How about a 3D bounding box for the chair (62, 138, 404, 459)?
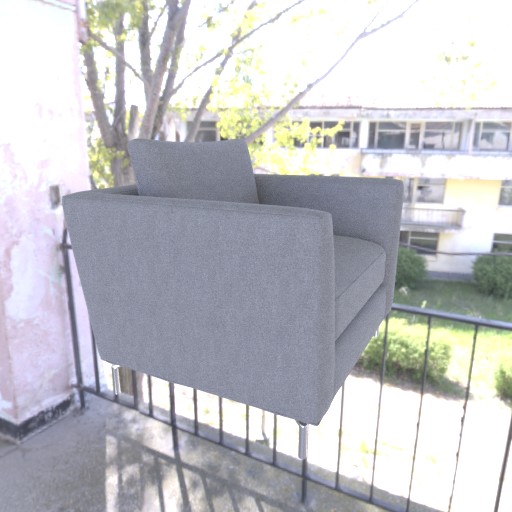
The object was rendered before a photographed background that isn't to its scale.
[{"bbox_3d":[0.000,0.000,1.685,0.889,0.864,1.041,8,17,27],"label":"chair"}]
